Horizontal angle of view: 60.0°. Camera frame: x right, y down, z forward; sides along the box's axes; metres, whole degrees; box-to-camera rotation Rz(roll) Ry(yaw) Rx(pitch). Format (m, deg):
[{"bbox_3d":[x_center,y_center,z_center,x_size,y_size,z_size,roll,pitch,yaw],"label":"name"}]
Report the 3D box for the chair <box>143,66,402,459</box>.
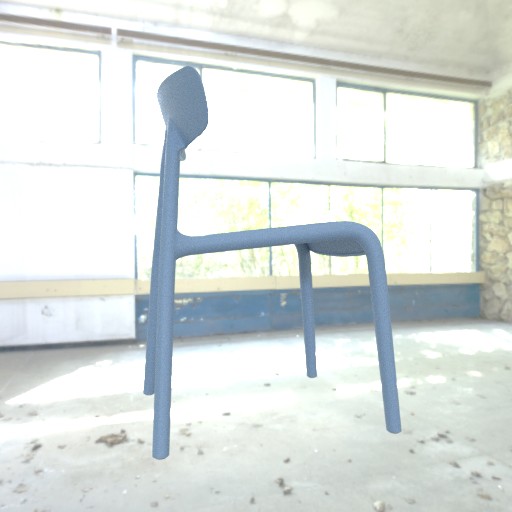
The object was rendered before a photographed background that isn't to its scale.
[{"bbox_3d":[0.000,0.000,0.835,0.401,0.580,0.356,0,1,-17],"label":"chair"}]
